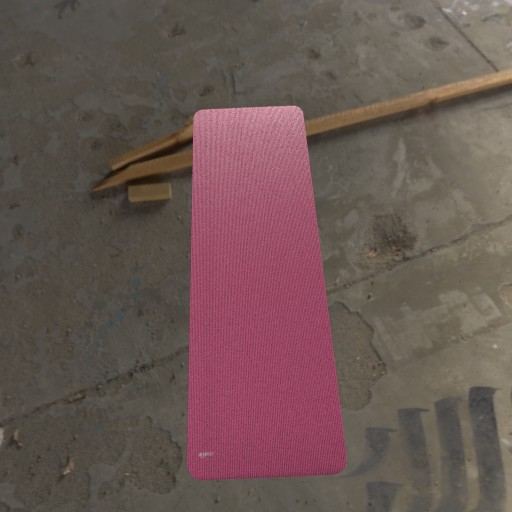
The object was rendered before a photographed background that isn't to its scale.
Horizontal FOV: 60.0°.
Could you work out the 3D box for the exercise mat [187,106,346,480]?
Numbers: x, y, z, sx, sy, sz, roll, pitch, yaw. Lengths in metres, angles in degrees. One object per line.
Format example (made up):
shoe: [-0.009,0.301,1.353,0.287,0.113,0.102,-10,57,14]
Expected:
exercise mat: [0.000,0.000,2.099,0.616,0.021,1.884,-2,64,-1]
